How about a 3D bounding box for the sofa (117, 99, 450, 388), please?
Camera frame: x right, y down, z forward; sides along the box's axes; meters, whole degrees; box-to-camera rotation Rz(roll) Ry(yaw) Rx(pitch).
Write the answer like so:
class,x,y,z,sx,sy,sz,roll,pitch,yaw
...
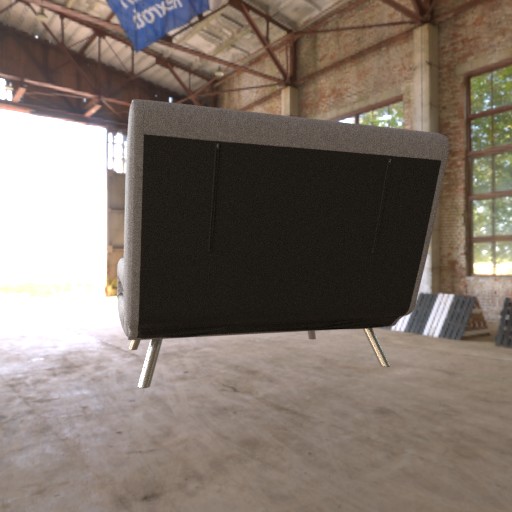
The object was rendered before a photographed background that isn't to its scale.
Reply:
class,x,y,z,sx,sy,sz,roll,pitch,yaw
sofa,0.000,0.000,1.732,1.020,0.825,1.000,0,-1,-18
